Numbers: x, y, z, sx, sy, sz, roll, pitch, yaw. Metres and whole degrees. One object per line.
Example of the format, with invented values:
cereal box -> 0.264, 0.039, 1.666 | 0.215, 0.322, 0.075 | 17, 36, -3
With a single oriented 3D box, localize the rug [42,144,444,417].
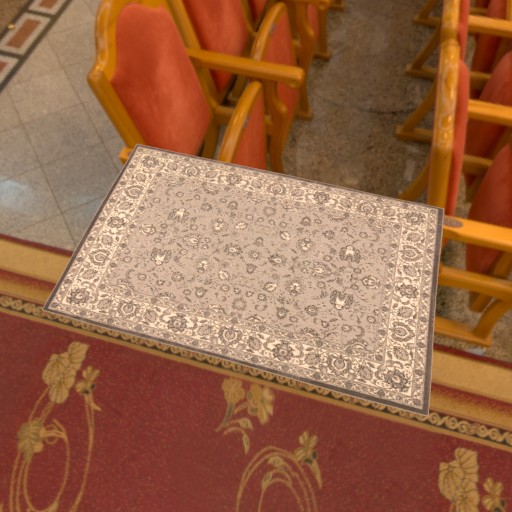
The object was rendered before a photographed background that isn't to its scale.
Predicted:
rug -> 0.000, 0.000, 3.039 | 2.438, 0.011, 1.524 | 13, 60, 8
